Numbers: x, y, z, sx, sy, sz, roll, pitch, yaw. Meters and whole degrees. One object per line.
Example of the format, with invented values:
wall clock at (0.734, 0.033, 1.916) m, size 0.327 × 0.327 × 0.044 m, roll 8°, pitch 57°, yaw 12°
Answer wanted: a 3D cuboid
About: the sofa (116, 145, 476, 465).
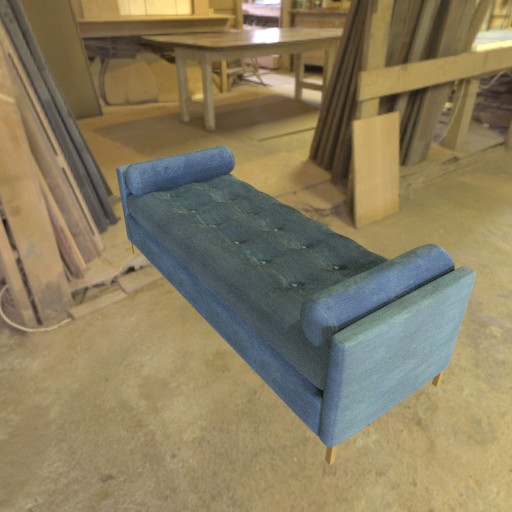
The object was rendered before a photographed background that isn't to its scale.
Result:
sofa at (0.000, 0.000, 2.502) m, size 0.796 × 0.705 × 2.102 m, roll -20°, pitch 36°, yaw -30°
